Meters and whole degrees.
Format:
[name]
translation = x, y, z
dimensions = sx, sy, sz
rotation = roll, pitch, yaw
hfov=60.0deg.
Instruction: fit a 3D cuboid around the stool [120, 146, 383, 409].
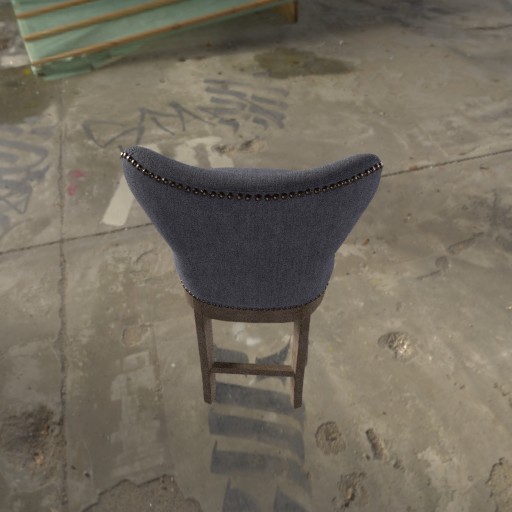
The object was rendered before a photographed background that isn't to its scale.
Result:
[stool]
translation = 0.000, 0.000, 1.306
dimensions = 0.498, 0.981, 0.608
rotation = 2, 46, 2
